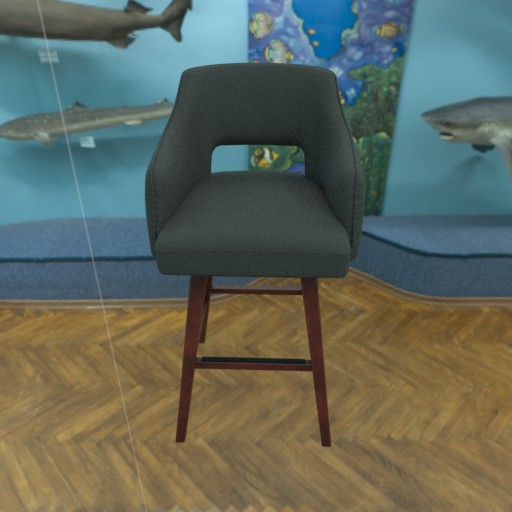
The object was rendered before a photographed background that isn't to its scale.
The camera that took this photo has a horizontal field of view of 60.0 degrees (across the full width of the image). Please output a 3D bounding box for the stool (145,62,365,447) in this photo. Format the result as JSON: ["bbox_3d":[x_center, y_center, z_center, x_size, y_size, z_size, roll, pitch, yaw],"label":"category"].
[{"bbox_3d":[0.000,0.000,1.330,0.548,1.012,0.558,1,30,2],"label":"stool"}]
